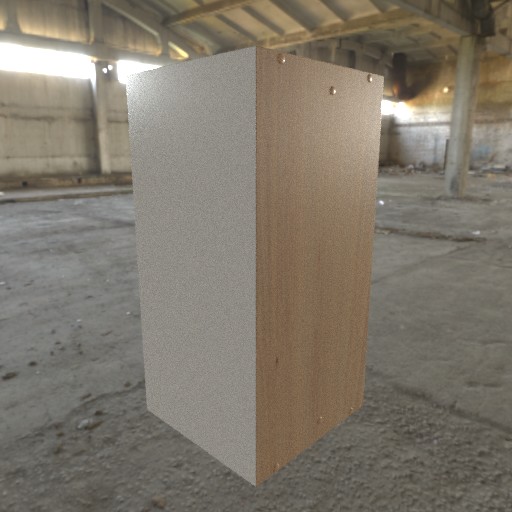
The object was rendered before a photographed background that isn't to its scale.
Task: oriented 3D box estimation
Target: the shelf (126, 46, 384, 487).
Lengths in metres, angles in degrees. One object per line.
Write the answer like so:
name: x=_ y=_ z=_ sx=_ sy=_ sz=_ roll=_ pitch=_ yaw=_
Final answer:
shelf: x=0.000 y=0.000 z=0.777 sx=0.290 sy=0.594 sz=0.297 roll=13 pitch=18 yaw=42
